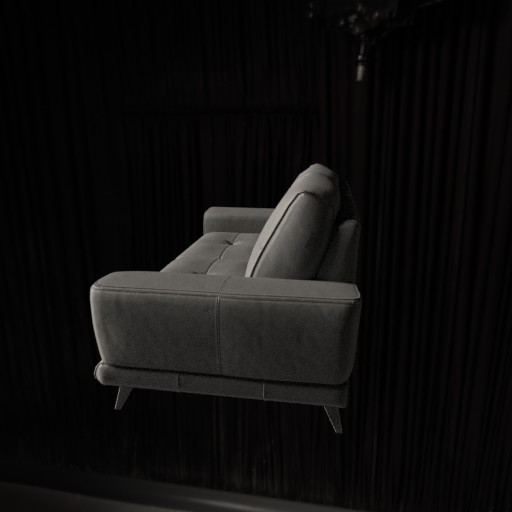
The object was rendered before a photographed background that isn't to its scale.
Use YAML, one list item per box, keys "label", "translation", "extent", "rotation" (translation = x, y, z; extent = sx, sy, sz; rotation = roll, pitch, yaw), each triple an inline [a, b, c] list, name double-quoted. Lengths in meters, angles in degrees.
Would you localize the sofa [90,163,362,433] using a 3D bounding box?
- label: "sofa"
  translation: [0.000, 0.000, 2.420]
  extent: [1.018, 0.907, 1.806]
  rotation: [3, 16, 9]
